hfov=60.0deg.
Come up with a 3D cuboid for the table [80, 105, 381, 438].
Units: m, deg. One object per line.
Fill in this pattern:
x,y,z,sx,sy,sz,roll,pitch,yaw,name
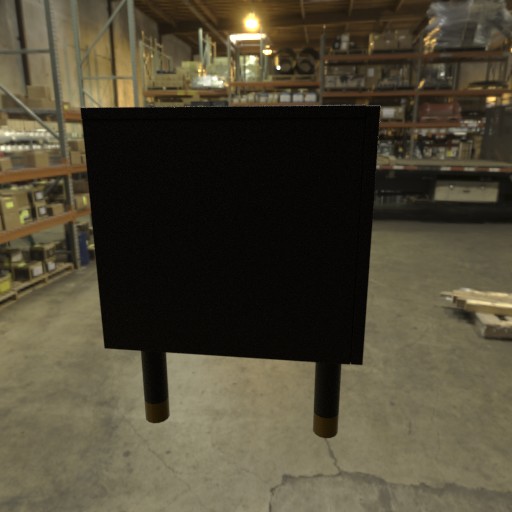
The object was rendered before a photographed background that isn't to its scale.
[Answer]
0.000,0.000,0.964,0.441,0.584,0.564,2,15,7,table
